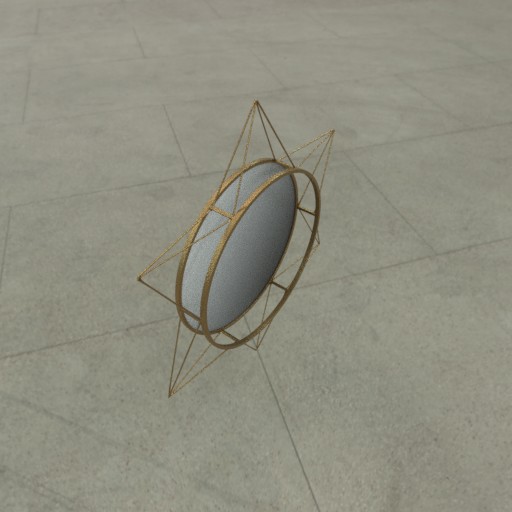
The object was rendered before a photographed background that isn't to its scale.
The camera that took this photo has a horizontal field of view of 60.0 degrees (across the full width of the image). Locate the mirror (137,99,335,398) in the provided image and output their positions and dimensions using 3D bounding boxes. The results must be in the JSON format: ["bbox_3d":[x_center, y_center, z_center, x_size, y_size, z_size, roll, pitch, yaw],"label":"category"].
[{"bbox_3d":[0.000,0.000,0.801,0.062,0.581,0.498,27,49,26],"label":"mirror"}]
